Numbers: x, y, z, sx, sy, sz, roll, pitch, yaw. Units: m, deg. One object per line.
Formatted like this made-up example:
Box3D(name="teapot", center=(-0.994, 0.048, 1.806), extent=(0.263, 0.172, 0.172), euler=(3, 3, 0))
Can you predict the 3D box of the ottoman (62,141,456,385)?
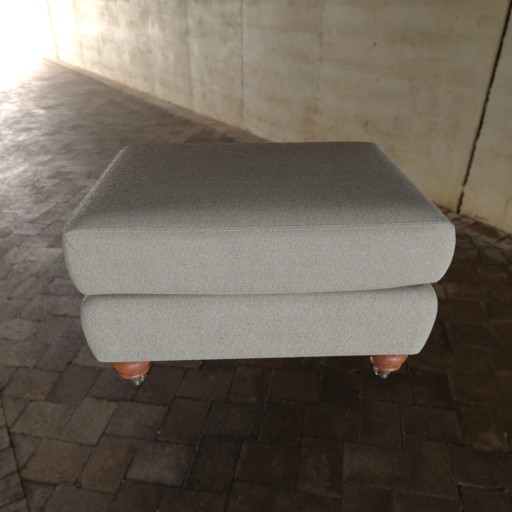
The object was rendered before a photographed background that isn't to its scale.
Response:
Box3D(name="ottoman", center=(0.000, 0.000, 1.155), extent=(0.773, 0.504, 0.569), euler=(-1, 30, -2))
